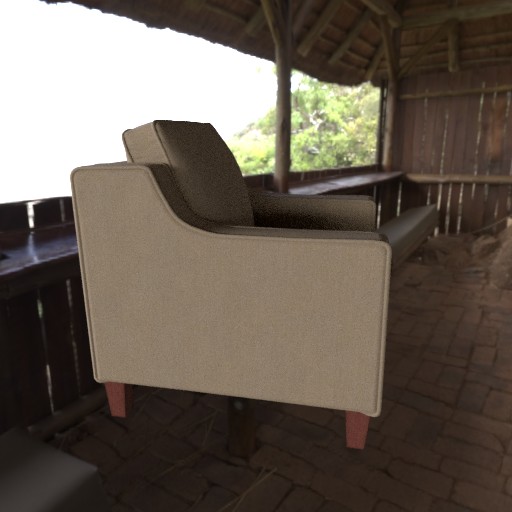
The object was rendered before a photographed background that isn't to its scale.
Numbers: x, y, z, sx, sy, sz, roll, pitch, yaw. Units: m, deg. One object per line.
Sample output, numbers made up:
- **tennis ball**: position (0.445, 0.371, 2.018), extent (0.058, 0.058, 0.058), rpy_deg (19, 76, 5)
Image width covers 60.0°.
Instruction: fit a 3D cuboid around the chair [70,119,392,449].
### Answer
- **chair**: position (0.000, 0.000, 1.636), extent (0.909, 0.960, 0.831), rpy_deg (3, 16, 11)
